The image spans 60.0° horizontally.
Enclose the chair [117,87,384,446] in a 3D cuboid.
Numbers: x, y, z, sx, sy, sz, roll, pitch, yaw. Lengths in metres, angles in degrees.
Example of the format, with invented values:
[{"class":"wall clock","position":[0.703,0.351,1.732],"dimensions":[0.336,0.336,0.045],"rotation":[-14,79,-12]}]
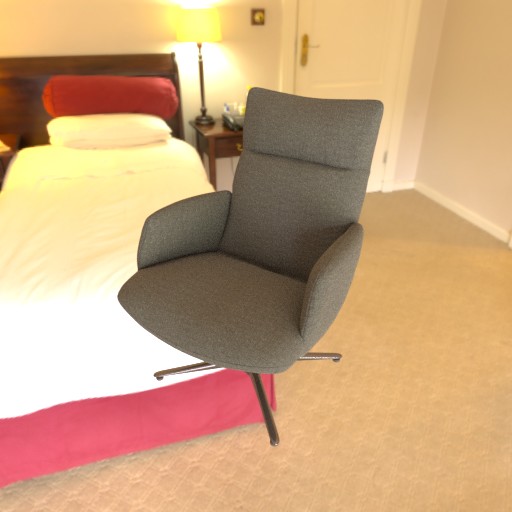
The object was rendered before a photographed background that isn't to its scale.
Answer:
[{"class":"chair","position":[0.000,0.000,1.541],"dimensions":[0.702,0.984,0.831],"rotation":[18,34,29]}]
